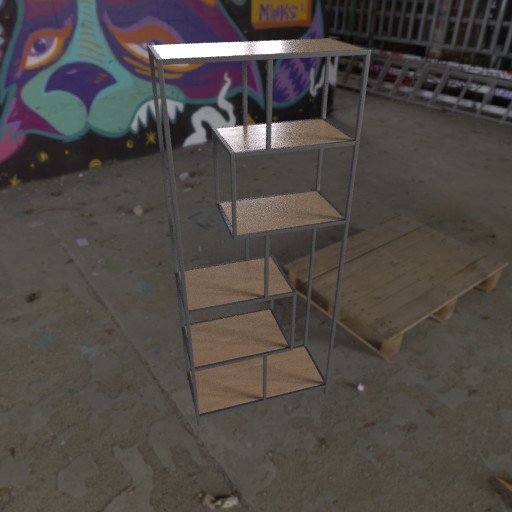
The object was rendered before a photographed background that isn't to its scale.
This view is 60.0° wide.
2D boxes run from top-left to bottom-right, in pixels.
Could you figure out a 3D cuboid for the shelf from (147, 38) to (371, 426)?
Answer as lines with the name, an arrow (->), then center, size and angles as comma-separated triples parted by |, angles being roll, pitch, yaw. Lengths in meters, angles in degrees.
shelf -> 0.000, 0.000, 2.155 | 0.770, 1.850, 0.350 | -9, 34, -14
